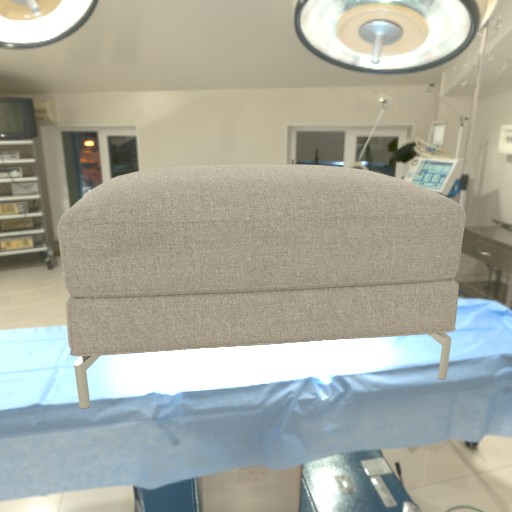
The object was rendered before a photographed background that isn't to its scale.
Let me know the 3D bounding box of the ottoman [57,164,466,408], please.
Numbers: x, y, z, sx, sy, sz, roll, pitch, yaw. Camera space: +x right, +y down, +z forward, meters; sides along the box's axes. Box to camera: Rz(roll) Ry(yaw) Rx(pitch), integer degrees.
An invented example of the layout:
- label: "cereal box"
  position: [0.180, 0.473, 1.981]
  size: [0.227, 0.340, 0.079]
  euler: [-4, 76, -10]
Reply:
- label: "ottoman"
  position: [0.000, 0.000, 1.158]
  size: [0.838, 0.457, 0.584]
  euler: [-2, 17, -8]
